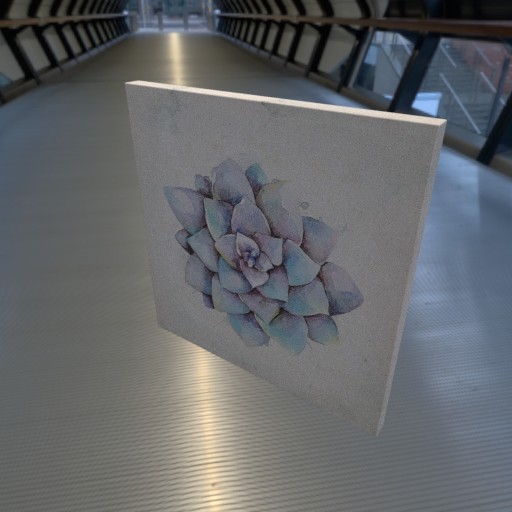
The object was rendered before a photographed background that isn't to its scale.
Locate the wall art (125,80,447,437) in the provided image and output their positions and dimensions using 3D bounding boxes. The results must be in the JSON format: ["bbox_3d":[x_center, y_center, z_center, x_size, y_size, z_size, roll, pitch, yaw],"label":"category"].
[{"bbox_3d":[0.000,0.000,0.895,0.612,0.612,0.040,19,35,30],"label":"wall art"}]
